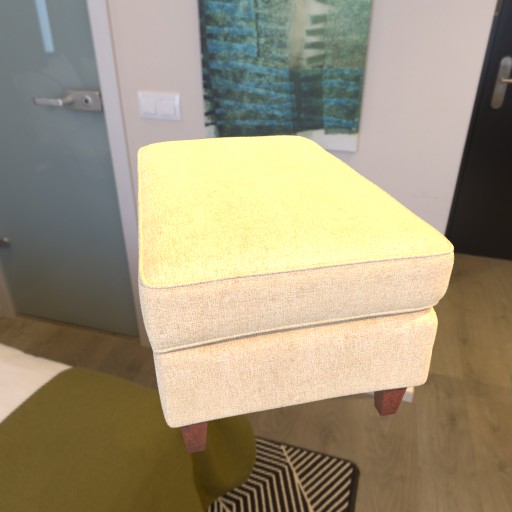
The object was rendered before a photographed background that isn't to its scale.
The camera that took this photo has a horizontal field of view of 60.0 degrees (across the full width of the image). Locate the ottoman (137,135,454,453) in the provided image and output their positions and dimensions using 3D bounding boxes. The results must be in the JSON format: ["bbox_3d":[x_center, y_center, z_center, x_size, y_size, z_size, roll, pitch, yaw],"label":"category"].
[{"bbox_3d":[0.000,0.000,1.198,0.583,0.484,0.862,-7,29,-12],"label":"ottoman"}]
